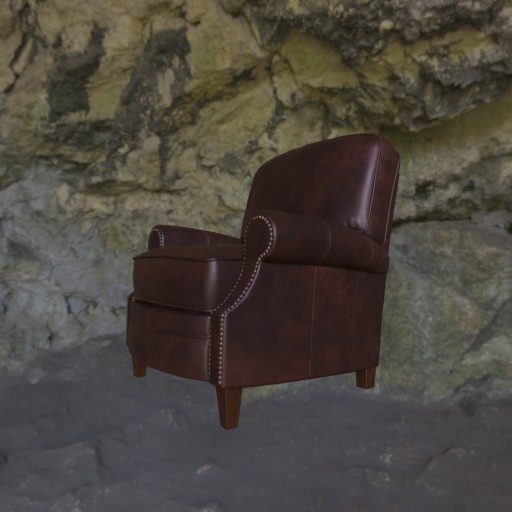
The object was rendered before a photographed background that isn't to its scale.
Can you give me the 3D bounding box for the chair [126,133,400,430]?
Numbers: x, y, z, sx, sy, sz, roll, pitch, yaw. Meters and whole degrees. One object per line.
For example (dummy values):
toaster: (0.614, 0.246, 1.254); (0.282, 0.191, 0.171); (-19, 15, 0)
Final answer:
chair: (0.000, 0.000, 1.812); (0.986, 1.018, 0.936); (0, 0, -36)
